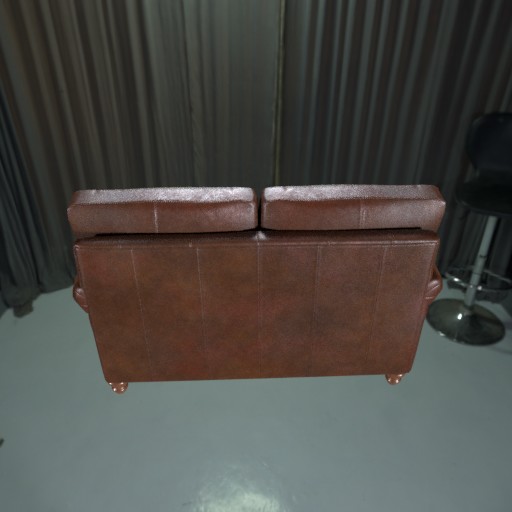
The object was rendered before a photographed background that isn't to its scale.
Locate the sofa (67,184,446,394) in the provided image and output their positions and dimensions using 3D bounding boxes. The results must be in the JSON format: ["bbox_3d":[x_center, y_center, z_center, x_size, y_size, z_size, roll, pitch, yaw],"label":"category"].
[{"bbox_3d":[0.000,0.000,2.285,1.616,0.976,0.990,-1,30,-2],"label":"sofa"}]
